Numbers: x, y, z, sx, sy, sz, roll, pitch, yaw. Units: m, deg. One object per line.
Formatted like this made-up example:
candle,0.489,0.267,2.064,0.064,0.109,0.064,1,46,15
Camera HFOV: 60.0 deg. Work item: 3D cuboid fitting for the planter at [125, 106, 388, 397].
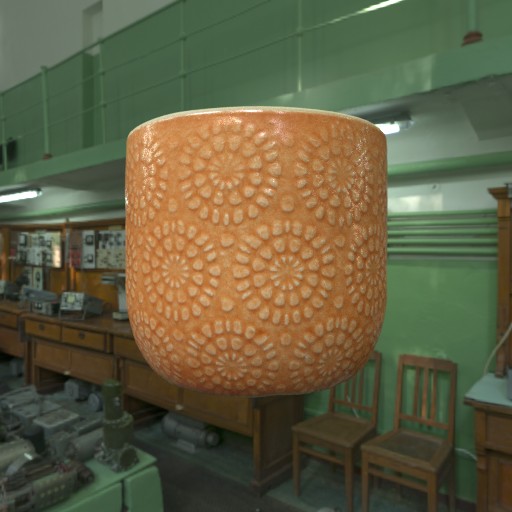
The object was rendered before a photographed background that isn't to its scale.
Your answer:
planter,0.000,0.000,0.291,0.170,0.152,0.170,0,1,0
